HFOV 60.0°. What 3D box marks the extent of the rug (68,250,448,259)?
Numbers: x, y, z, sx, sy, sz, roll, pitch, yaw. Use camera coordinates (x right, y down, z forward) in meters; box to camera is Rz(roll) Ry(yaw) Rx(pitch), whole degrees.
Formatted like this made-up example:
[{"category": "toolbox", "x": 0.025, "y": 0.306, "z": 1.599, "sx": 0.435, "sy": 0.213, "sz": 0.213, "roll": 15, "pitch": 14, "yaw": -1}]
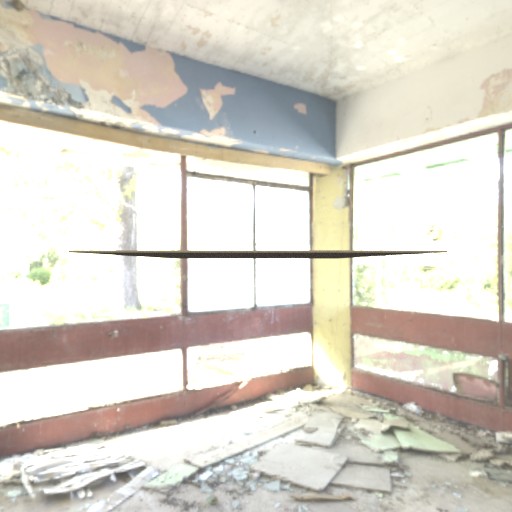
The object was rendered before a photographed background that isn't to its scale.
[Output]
[{"category": "rug", "x": 0.000, "y": 0.000, "z": 2.334, "sx": 1.220, "sy": 0.007, "sz": 1.828, "roll": 0, "pitch": -1, "yaw": -1}]
